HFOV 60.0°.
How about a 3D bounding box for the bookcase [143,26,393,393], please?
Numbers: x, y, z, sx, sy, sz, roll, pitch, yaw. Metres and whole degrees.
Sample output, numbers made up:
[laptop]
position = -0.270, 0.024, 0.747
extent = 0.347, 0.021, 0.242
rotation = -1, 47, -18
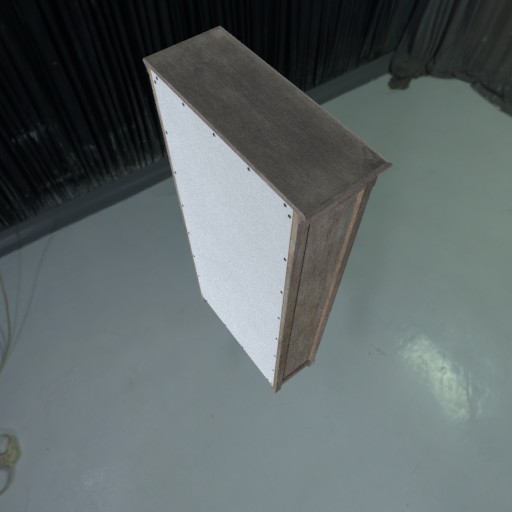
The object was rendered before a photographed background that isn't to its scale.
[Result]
[bookcase]
position = 0.000, 0.000, 2.254
extent = 0.348, 1.880, 0.906
rotation = -33, 64, -19
